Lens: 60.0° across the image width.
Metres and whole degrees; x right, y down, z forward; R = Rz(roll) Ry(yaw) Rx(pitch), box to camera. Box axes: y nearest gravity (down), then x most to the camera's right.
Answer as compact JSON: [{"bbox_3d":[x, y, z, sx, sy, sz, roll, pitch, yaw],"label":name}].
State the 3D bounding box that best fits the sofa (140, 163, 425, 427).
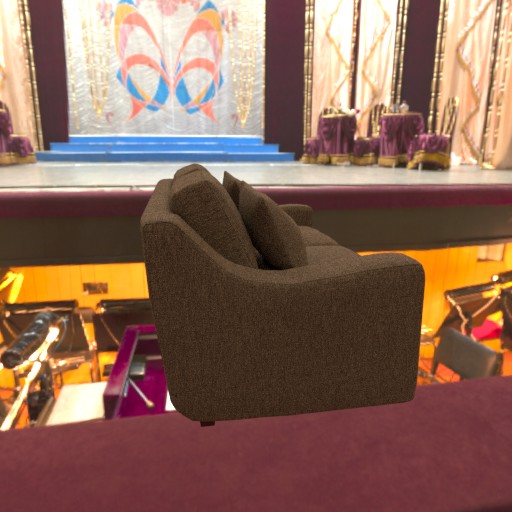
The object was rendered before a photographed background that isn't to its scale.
[{"bbox_3d":[0.000,0.000,2.511,1.120,0.991,1.778,-2,15,-9],"label":"sofa"}]
